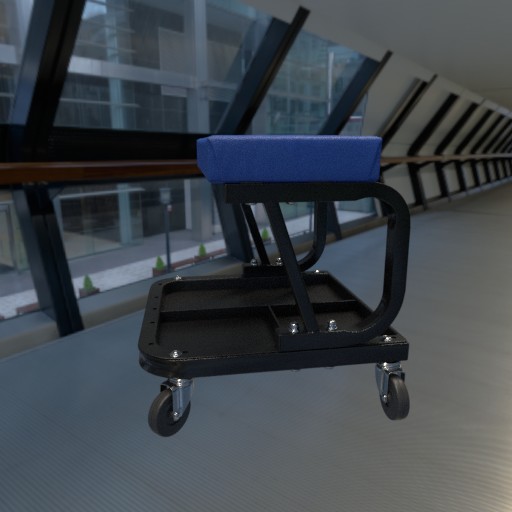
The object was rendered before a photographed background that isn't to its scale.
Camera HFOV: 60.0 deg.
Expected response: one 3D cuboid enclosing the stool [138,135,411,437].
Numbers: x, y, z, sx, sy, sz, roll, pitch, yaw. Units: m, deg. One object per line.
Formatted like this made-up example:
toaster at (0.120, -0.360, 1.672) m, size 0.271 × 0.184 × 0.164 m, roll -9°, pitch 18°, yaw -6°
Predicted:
stool at (0.000, 0.000, 0.733) m, size 0.371 × 0.380 × 0.446 m, roll -2°, pitch 14°, yaw -9°
